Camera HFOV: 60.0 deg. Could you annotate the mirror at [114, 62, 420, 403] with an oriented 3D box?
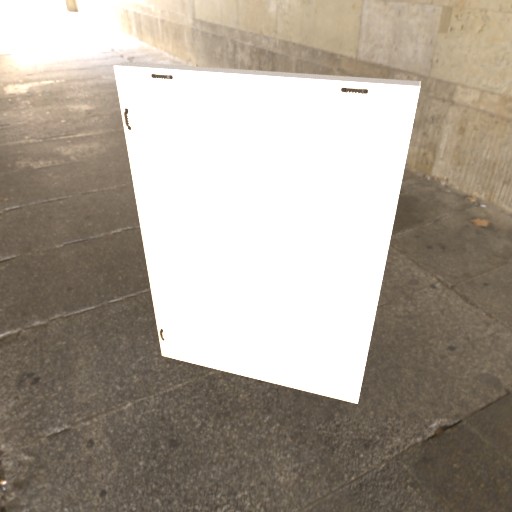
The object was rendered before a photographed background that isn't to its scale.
[{"bbox_3d":[0.000,0.000,0.913,0.507,0.710,0.040,10,35,14],"label":"mirror"}]
